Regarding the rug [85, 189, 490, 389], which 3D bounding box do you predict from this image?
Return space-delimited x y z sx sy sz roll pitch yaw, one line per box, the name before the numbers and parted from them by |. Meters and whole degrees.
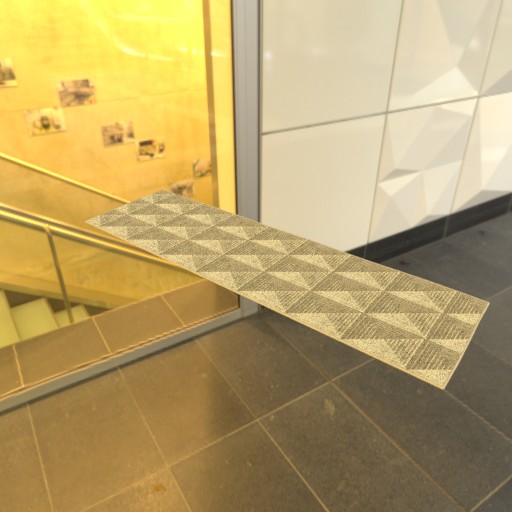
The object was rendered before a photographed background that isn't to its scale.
rug | 0.000 0.000 2.351 2.182 0.015 0.645 22 37 32
